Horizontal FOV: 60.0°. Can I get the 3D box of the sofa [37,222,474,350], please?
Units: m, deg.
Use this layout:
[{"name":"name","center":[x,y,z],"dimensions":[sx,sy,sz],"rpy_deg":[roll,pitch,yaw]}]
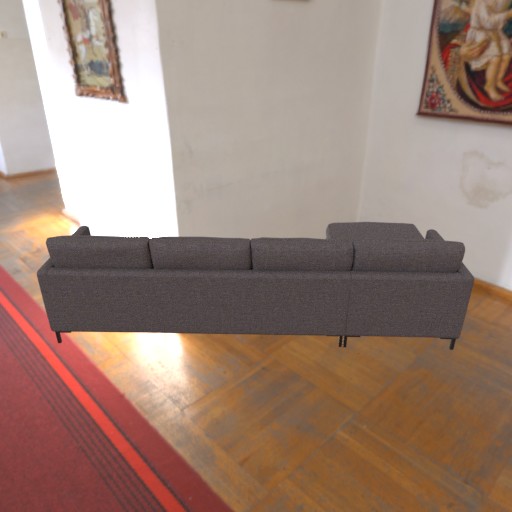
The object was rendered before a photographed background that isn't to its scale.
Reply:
[{"name":"sofa","center":[0.000,0.000,3.326],"dimensions":[2.731,0.754,1.258],"rpy_deg":[1,27,1]}]
